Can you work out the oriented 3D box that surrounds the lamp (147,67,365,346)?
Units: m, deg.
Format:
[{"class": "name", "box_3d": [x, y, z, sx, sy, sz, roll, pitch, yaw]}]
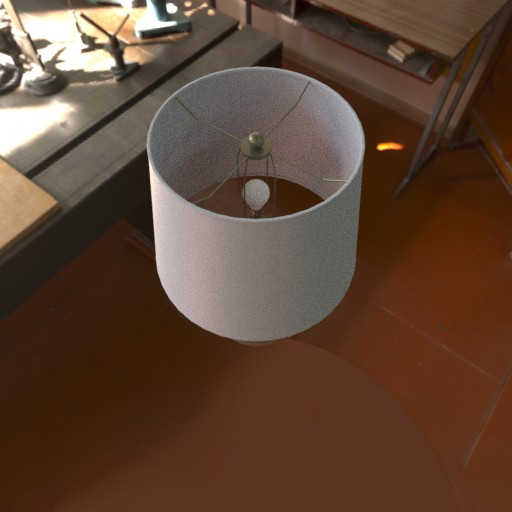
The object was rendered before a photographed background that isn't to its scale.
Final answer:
[{"class": "lamp", "box_3d": [0.000, 0.000, 0.553, 0.239, 0.399, 0.239, 0, 58, 0]}]
